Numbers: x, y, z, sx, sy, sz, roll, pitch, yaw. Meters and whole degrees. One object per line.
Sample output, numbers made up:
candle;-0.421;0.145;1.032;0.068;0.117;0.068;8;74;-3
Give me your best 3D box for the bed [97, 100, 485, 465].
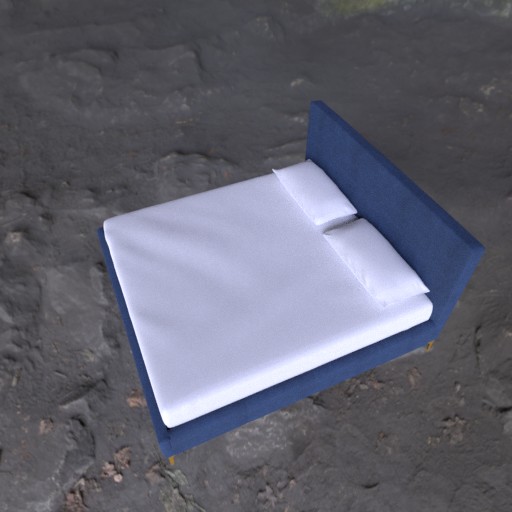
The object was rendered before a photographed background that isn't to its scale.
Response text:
bed;0.000;0.000;3.528;2.232;1.231;2.096;-18;50;-16
